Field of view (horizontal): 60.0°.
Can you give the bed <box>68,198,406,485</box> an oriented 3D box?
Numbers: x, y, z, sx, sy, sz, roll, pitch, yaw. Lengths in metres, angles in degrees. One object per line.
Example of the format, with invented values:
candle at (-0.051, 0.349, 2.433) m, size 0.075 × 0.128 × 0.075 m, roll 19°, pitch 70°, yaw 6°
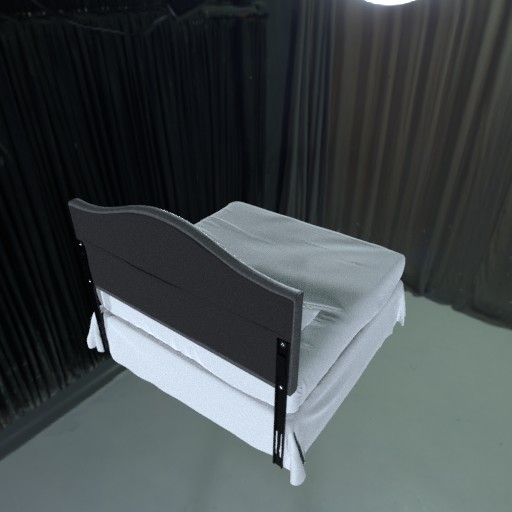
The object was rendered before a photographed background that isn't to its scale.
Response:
bed at (0.000, 0.000, 3.807) m, size 2.314 × 1.651 × 2.219 m, roll 21°, pitch 38°, yaw 30°
